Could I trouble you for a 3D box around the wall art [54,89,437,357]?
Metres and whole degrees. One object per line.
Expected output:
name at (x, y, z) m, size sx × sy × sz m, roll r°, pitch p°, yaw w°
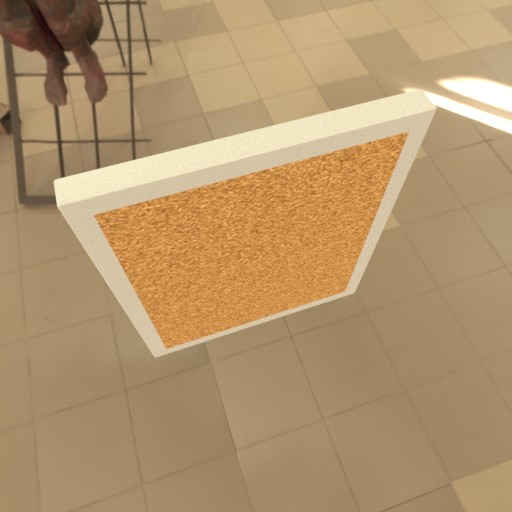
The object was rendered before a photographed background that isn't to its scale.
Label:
wall art at (0.000, 0.000, 0.536) m, size 0.331 × 0.381 × 0.028 m, roll -17°, pitch 61°, yaw -9°
